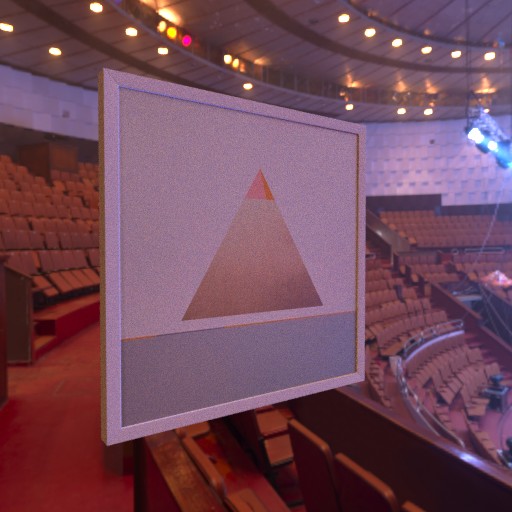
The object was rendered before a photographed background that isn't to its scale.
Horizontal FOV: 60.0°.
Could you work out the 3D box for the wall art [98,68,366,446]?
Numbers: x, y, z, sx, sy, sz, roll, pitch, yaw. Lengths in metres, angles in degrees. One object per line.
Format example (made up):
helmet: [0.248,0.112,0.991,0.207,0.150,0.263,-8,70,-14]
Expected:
wall art: [0.000,0.000,1.130,0.768,0.765,0.041,-1,2,-34]
